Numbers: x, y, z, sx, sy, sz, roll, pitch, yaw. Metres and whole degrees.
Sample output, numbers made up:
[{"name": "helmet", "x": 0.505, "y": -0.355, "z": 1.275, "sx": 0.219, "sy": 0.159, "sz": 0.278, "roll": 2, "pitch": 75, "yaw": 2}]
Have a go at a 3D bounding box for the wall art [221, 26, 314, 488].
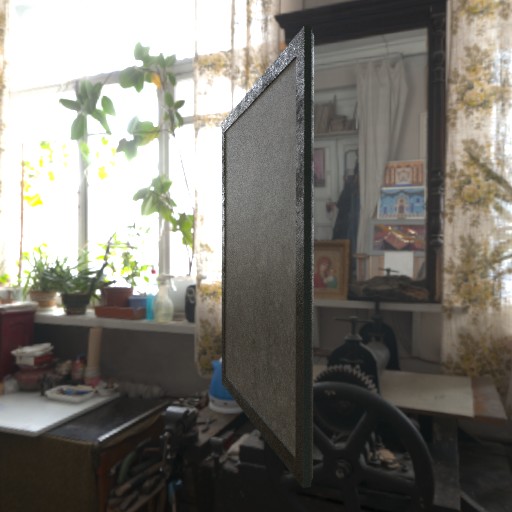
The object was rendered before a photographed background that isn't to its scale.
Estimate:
[{"name": "wall art", "x": 0.000, "y": 0.000, "z": 1.312, "sx": 0.030, "sy": 0.983, "sz": 0.767, "roll": 0, "pitch": 1, "yaw": -18}]
